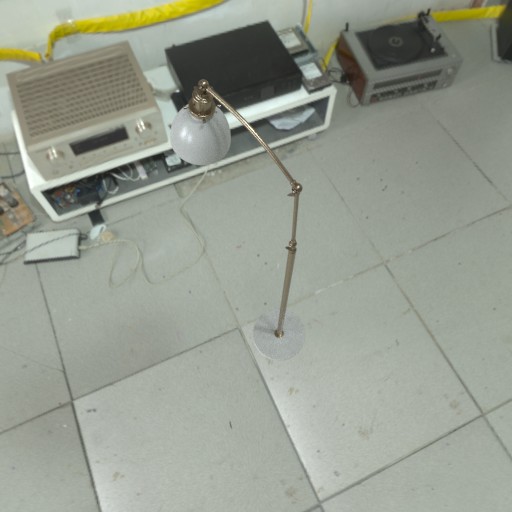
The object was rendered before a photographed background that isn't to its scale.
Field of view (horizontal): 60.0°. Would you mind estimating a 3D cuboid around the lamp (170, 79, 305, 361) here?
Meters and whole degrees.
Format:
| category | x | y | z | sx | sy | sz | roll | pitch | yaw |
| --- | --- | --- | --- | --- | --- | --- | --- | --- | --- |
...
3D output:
| category | x | y | z | sx | sy | sz | roll | pitch | yaw |
| --- | --- | --- | --- | --- | --- | --- | --- | --- | --- |
| lamp | 0.000 | 0.000 | 1.791 | 0.599 | 1.586 | 0.288 | 33 | 68 | 15 |
